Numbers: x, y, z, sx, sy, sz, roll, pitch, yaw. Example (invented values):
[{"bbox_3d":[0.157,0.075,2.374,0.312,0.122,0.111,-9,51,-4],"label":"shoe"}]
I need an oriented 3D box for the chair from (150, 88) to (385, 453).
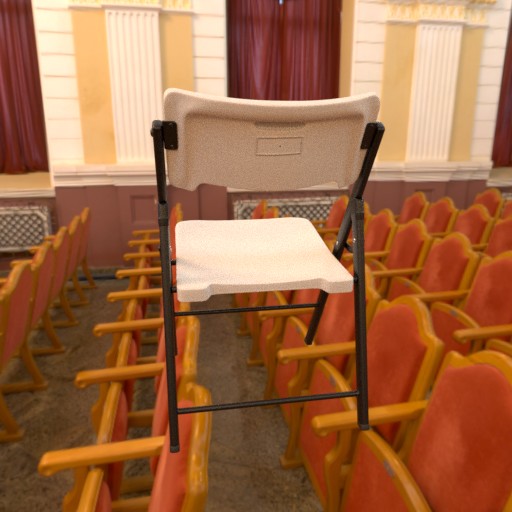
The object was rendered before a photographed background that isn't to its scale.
[{"bbox_3d":[0.000,0.000,1.151,0.482,0.765,0.577,-3,15,-10],"label":"chair"}]
